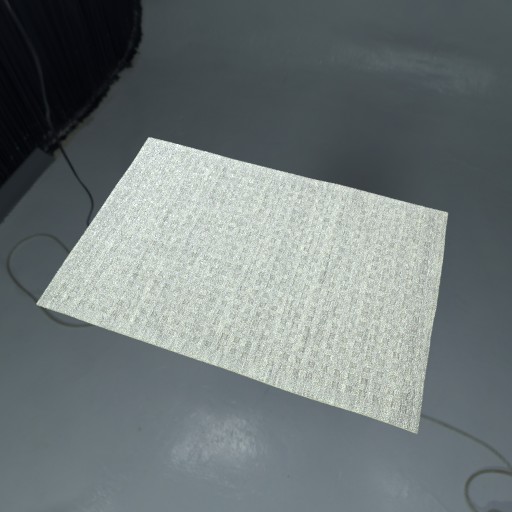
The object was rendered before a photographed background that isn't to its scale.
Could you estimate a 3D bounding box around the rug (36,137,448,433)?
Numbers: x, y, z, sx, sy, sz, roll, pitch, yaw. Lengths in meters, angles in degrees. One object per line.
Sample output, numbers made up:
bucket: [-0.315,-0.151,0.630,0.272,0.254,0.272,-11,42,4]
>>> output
rug: [0.000,0.000,2.875,2.297,0.018,1.532,16,59,10]
